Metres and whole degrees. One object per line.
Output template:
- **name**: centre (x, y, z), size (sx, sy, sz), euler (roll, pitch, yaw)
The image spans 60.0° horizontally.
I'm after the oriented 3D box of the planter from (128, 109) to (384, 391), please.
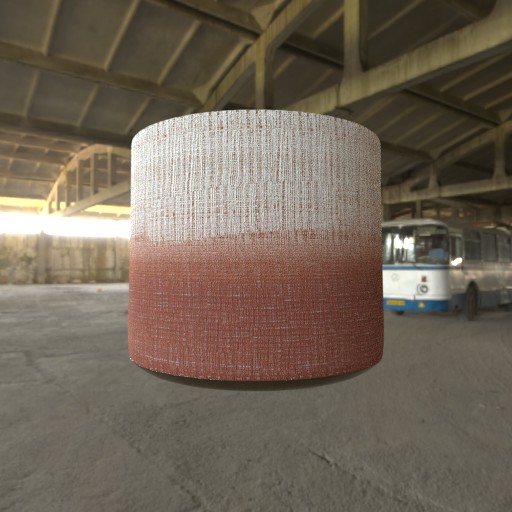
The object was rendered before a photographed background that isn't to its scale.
- **planter**: centre (0.000, 0.000, 0.459), size (0.254, 0.221, 0.254), euler (0, -1, 0)
